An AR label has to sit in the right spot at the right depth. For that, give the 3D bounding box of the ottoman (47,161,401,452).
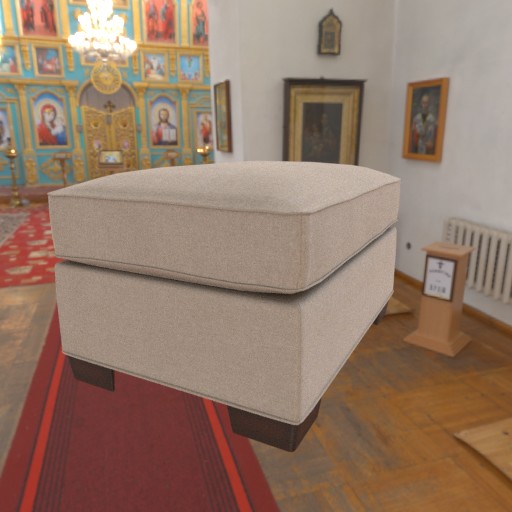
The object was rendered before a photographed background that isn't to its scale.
[{"bbox_3d":[0.000,0.000,1.229,0.617,0.503,0.846,7,16,27],"label":"ottoman"}]
